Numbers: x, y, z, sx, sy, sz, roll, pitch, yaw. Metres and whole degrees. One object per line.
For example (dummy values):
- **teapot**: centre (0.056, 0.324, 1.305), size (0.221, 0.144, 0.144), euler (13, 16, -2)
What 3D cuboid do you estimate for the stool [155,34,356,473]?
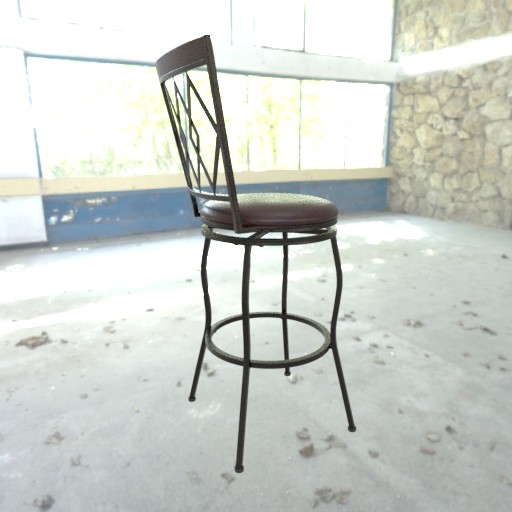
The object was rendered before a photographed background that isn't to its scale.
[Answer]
- **stool**: centre (0.000, 0.000, 1.373), size (0.521, 1.134, 0.432), euler (-7, 15, -26)
